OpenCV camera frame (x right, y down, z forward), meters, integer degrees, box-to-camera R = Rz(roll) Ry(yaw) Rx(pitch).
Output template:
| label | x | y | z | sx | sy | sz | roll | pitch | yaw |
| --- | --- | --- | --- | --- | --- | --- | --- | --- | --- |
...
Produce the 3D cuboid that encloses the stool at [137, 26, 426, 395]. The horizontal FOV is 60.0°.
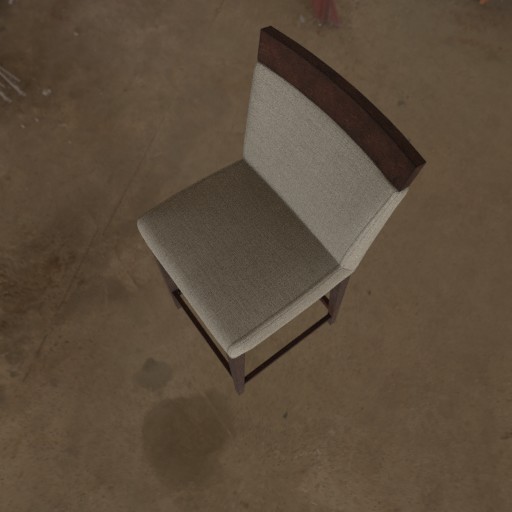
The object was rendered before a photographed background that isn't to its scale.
| label | x | y | z | sx | sy | sz | roll | pitch | yaw |
| --- | --- | --- | --- | --- | --- | --- | --- | --- | --- |
| stool | 0.000 | 0.000 | 1.405 | 0.531 | 1.117 | 0.511 | -34 | 69 | -15 |
